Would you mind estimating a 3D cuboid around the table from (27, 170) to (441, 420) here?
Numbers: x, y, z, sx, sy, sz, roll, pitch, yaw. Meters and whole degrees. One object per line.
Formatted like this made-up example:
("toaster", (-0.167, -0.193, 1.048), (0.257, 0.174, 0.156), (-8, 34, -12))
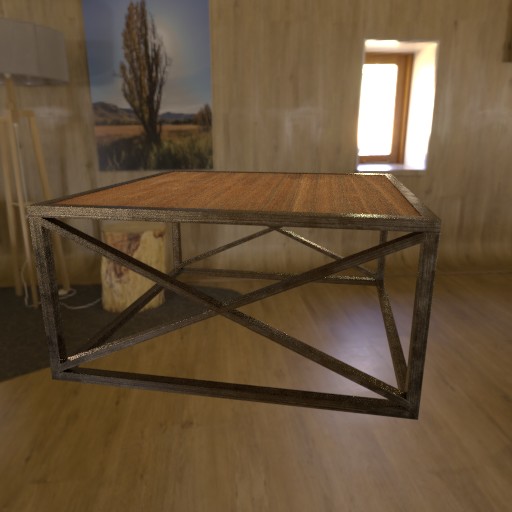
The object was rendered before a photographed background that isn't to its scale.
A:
("table", (0.000, 0.000, 1.427), (0.899, 0.451, 0.909), (3, 16, 10))
